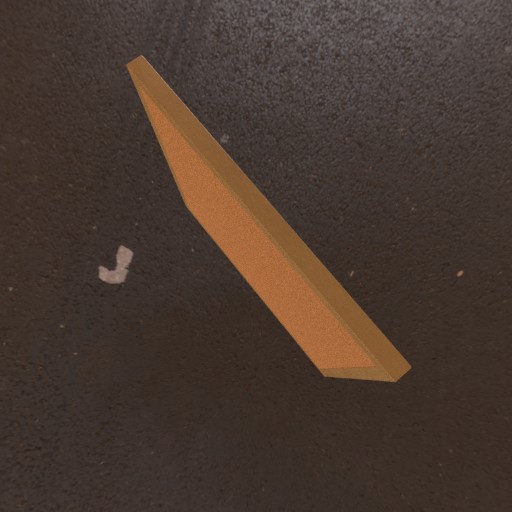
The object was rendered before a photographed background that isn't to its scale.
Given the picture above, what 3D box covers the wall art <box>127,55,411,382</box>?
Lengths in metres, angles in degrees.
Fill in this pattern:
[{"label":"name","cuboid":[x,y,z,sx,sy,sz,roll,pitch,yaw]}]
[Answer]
[{"label":"wall art","cuboid":[0.000,0.000,1.160,0.037,0.763,0.763,-38,79,-9]}]
